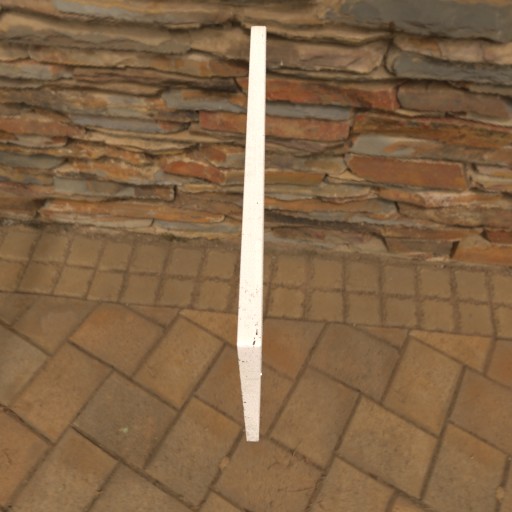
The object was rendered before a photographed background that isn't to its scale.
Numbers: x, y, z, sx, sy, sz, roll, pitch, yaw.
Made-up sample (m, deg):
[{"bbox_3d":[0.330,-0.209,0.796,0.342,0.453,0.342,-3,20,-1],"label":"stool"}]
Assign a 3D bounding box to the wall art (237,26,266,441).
[{"bbox_3d":[0.000,0.000,1.128,0.038,0.762,0.762,1,58,1],"label":"wall art"}]
